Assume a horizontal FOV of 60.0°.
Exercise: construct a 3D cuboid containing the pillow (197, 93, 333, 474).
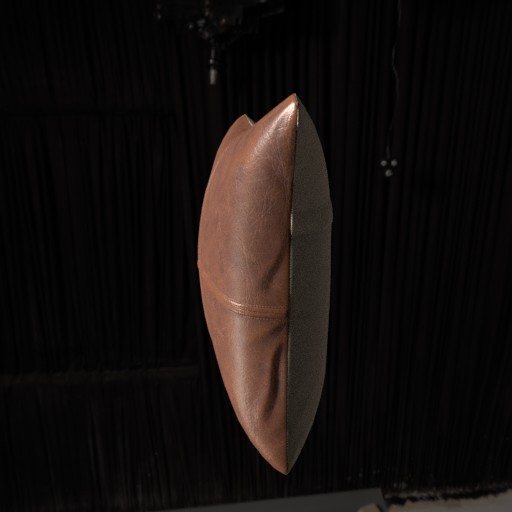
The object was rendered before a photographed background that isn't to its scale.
[{"bbox_3d":[0.000,0.000,0.731,0.192,0.470,0.484,-2,16,-8],"label":"pillow"}]
